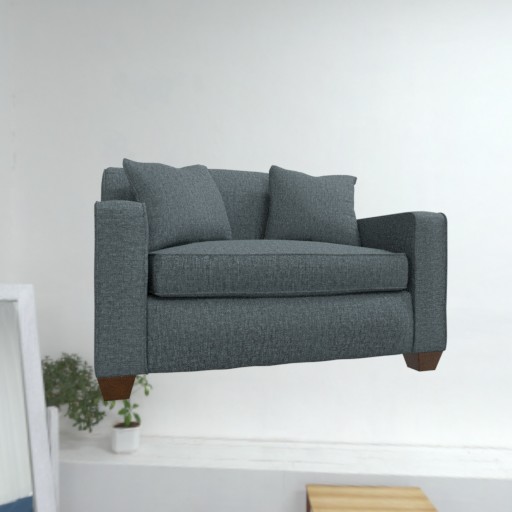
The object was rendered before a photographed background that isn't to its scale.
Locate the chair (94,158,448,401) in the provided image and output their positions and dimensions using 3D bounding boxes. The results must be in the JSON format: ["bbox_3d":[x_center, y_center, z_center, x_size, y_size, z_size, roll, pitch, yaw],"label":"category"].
[{"bbox_3d":[0.000,0.000,2.050,1.383,0.948,1.000,0,0,-18],"label":"chair"}]
